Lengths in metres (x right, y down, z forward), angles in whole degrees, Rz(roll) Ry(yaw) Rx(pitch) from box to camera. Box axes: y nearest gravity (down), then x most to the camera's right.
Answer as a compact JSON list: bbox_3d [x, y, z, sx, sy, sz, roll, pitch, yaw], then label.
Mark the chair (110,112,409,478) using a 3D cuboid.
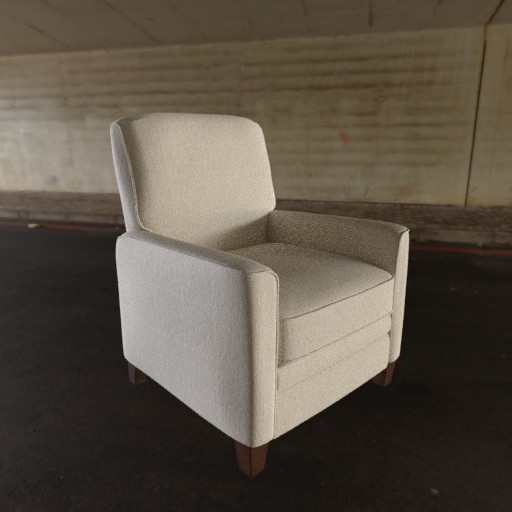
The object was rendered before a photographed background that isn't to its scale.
[{"bbox_3d":[0.000,0.000,1.638,0.841,1.028,0.858,-14,20,-41],"label":"chair"}]
